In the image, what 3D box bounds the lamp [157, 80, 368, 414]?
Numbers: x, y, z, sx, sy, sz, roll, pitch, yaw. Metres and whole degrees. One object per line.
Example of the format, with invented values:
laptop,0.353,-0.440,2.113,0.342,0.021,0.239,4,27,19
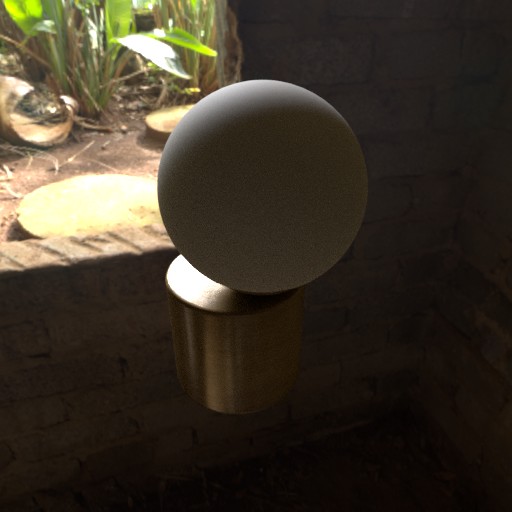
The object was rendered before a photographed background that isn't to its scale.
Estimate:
lamp,0.000,0.000,0.336,0.152,0.250,0.141,22,37,32
